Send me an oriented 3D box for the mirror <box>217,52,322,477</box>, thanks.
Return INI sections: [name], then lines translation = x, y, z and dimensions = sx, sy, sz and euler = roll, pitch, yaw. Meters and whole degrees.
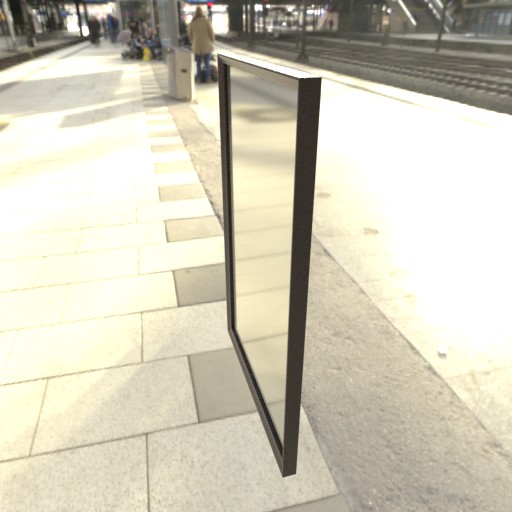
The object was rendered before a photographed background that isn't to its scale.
[mirror]
translation = 0.000, 0.000, 1.136
dimensions = 0.041, 0.915, 0.609
euler = -8, 29, -14
